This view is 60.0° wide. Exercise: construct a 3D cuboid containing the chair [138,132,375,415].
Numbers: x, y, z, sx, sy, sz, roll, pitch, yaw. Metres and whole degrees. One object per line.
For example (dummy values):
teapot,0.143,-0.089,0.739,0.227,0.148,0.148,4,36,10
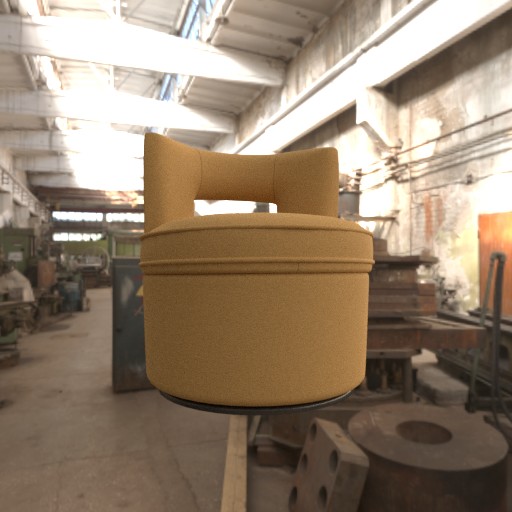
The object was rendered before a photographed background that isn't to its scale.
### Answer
chair,0.000,0.000,1.268,0.650,0.723,0.665,0,-1,-17
